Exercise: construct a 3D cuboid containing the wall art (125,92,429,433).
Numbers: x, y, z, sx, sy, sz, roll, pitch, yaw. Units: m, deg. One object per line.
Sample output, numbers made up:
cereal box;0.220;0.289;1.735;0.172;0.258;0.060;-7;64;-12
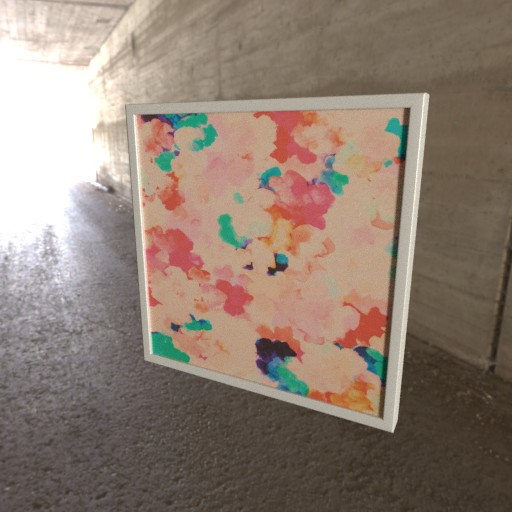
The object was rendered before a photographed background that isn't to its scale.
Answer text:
wall art;0.000;0.000;0.760;0.506;0.505;0.038;8;17;26
